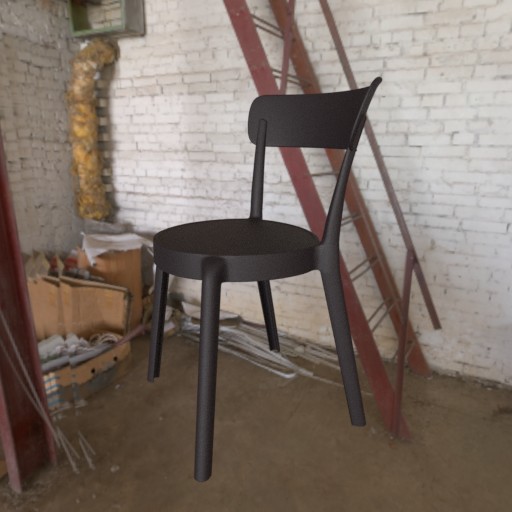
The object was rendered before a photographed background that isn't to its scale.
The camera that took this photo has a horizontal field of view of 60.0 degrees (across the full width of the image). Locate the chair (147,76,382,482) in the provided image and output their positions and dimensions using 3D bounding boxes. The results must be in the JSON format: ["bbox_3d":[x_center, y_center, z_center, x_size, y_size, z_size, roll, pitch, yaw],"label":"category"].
[{"bbox_3d":[0.000,0.000,1.089,0.491,0.790,0.506,-8,17,-25],"label":"chair"}]
